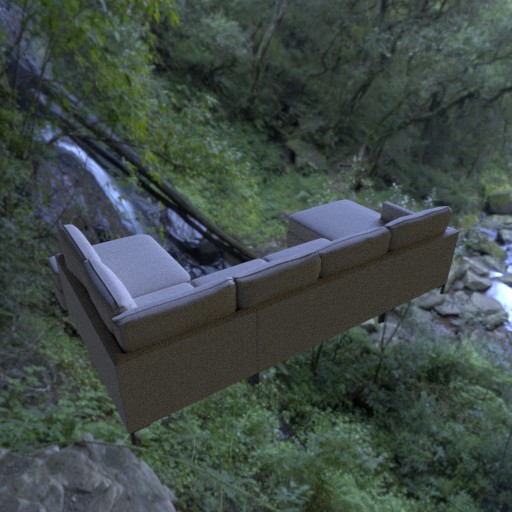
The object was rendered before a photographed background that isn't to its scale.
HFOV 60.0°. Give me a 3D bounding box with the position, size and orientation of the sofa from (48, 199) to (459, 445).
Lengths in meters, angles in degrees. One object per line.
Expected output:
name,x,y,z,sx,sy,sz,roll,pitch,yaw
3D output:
sofa,0.000,0.000,4.284,3.423,0.996,2.021,-18,34,-29
